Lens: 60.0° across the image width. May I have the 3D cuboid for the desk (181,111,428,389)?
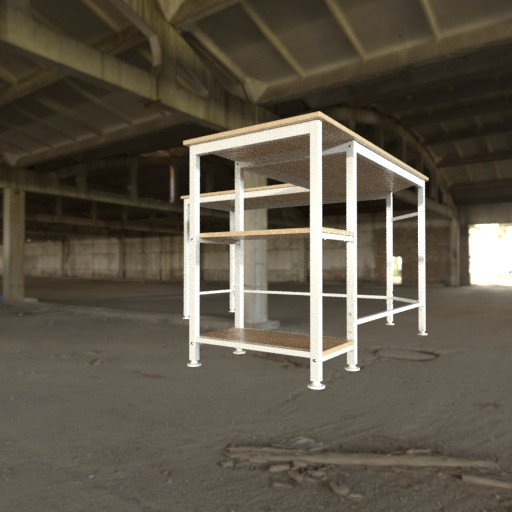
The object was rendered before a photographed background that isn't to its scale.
[{"bbox_3d":[0.000,0.000,2.130,1.379,0.739,1.379,-1,-1,35],"label":"desk"}]
